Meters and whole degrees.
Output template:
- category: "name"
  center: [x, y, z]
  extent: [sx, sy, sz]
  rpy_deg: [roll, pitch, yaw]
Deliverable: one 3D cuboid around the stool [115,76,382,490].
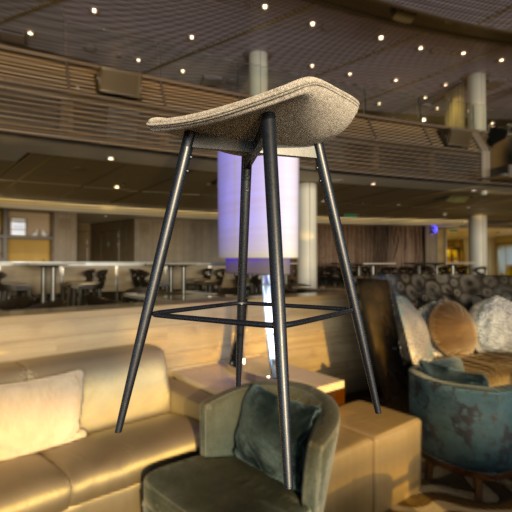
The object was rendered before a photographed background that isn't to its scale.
- category: "stool"
  center: [0.000, 0.000, 1.094]
  extent: [0.469, 0.814, 0.480]
  rpy_deg: [-1, -1, 34]
